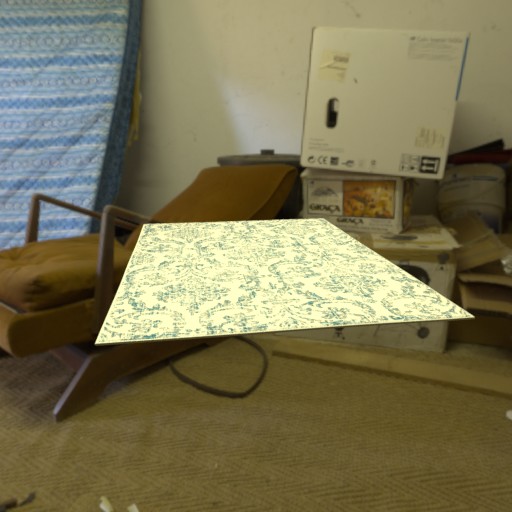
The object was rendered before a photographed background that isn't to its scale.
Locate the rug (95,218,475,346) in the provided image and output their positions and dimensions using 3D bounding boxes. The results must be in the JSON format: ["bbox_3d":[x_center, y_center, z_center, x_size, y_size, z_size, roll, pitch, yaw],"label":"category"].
[{"bbox_3d":[0.000,0.000,2.844,1.586,0.014,2.197,-3,16,-9],"label":"rug"}]
